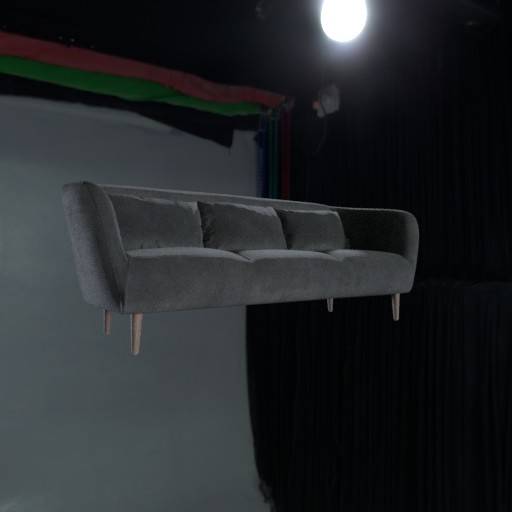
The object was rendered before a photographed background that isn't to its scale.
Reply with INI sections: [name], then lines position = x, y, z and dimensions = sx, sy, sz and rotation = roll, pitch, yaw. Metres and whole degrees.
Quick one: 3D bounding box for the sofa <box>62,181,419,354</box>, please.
[sofa]
position = 0.000, 0.000, 2.803
dimensions = 2.296, 0.875, 0.956
rotation = 0, 0, -35
